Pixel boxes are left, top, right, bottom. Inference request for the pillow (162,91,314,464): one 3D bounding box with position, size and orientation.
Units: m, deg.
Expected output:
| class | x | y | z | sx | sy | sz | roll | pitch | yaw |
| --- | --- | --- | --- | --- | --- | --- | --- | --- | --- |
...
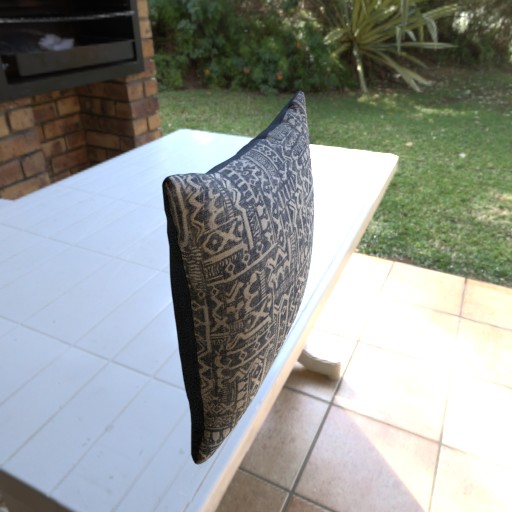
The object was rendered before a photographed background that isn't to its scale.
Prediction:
| class | x | y | z | sx | sy | sz | roll | pitch | yaw |
| --- | --- | --- | --- | --- | --- | --- | --- | --- | --- |
| pillow | 0.000 | 0.000 | 0.804 | 0.180 | 0.487 | 0.546 | 11 | 32 | 17 |
